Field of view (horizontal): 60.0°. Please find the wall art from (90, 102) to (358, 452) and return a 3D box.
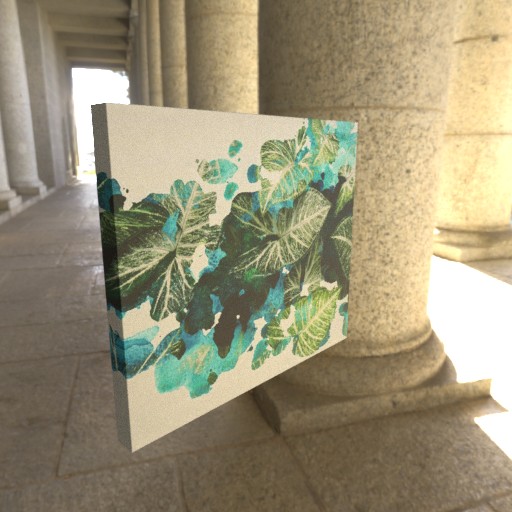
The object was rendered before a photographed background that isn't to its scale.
[{"bbox_3d":[0.000,0.000,0.718,0.041,0.435,0.507,13,18,43],"label":"wall art"}]
